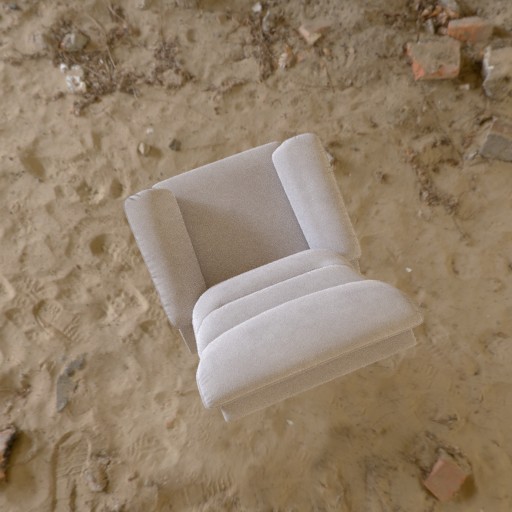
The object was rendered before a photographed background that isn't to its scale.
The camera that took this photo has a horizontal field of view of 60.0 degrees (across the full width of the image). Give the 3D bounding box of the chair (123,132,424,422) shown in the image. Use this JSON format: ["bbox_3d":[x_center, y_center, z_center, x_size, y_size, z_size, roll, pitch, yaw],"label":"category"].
[{"bbox_3d":[0.000,0.000,1.725,0.820,1.039,1.001,-21,76,-5],"label":"chair"}]
